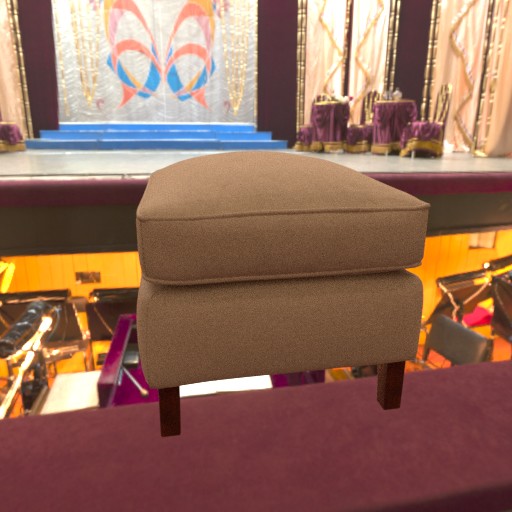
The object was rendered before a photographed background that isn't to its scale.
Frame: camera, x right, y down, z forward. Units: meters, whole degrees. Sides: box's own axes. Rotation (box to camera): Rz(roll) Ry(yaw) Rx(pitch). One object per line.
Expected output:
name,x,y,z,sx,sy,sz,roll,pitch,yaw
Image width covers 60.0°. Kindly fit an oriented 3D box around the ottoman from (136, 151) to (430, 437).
ottoman,0.000,0.000,1.001,0.501,0.456,0.665,-3,16,-10
